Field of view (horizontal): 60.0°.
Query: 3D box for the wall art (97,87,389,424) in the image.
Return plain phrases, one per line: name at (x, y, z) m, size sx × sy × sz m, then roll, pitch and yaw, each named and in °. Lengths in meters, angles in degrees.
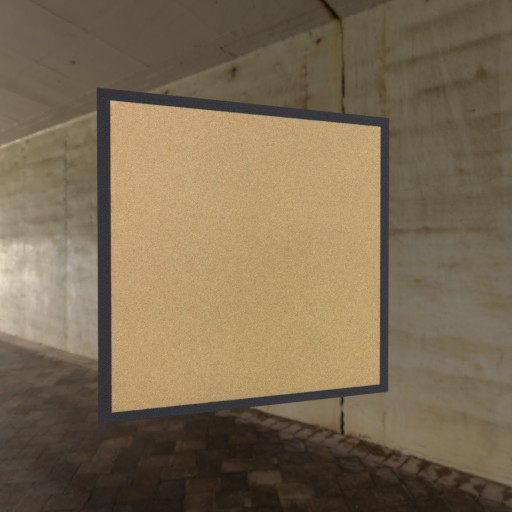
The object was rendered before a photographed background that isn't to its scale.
wall art at (0.000, 0.000, 1.133) m, size 0.762 × 0.760 × 0.037 m, roll 0°, pitch 1°, yaw -18°
